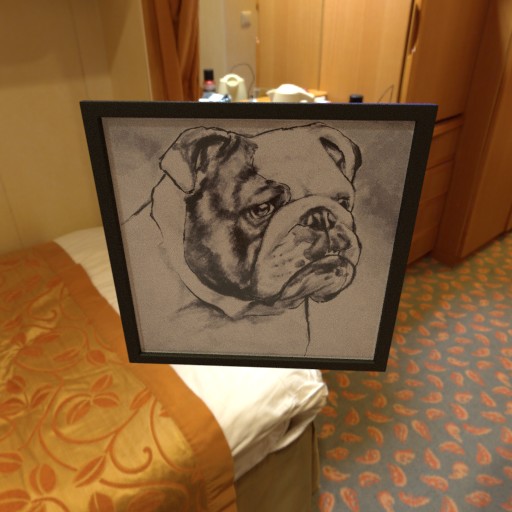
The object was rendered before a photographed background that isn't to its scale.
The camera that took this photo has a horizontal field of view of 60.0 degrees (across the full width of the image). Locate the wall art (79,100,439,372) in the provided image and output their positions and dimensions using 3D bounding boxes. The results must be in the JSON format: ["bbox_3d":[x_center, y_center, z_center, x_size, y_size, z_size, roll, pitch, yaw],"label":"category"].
[{"bbox_3d":[0.000,0.000,0.987,0.663,0.659,0.016,1,30,2],"label":"wall art"}]
